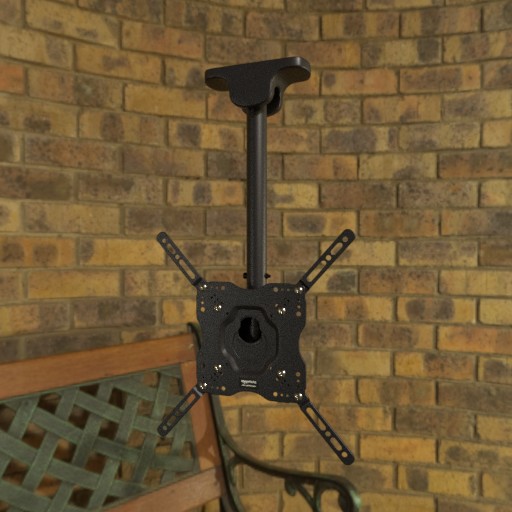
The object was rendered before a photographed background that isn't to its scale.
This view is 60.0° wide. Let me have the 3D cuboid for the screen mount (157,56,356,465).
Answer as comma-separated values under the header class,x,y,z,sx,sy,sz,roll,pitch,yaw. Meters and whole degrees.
class,x,y,z,sx,sy,sz,roll,pitch,yaw
screen mount,0.000,0.000,0.871,0.393,0.729,0.090,0,1,19
